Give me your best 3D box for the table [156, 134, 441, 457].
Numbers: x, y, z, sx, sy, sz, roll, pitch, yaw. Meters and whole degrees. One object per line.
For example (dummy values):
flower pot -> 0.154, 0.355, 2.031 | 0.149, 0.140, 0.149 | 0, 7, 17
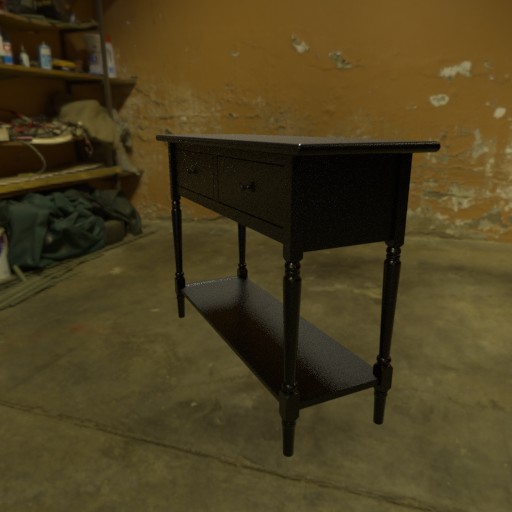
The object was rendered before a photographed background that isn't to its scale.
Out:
table -> 0.000, 0.000, 1.580 | 0.386, 0.819, 1.191 | -8, 18, -25
